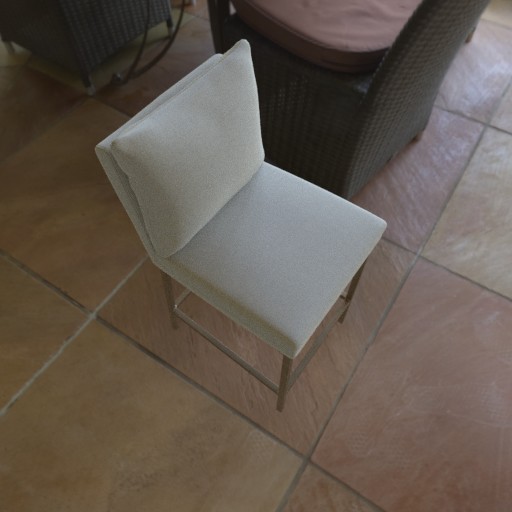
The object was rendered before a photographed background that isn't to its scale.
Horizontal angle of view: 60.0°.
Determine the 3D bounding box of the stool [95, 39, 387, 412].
[{"bbox_3d":[0.000,0.000,1.329,0.572,1.032,0.463,32,63,19],"label":"stool"}]
